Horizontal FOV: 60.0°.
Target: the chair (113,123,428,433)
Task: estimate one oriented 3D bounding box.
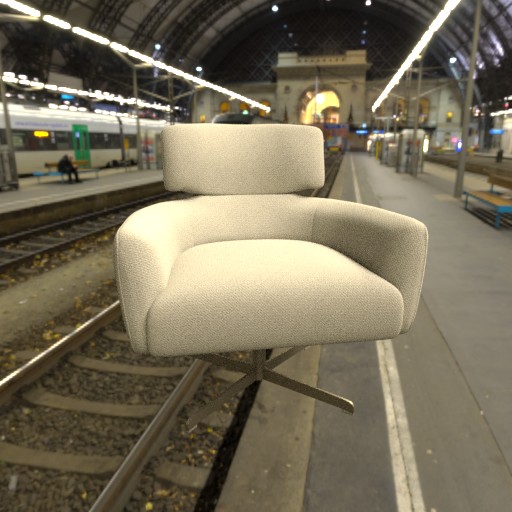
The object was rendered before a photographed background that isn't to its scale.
[{"bbox_3d":[0.000,0.000,1.373,0.760,0.810,0.730,-2,14,-10],"label":"chair"}]
